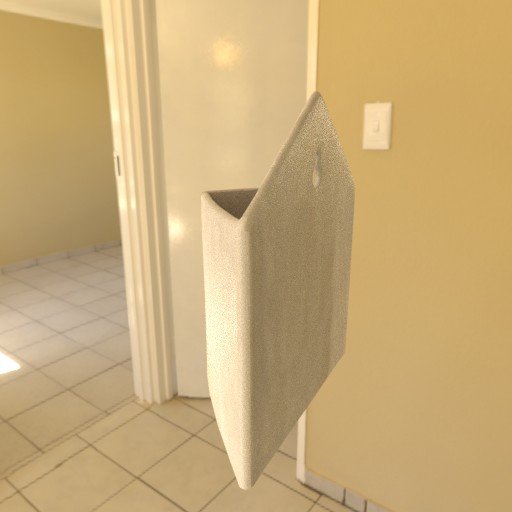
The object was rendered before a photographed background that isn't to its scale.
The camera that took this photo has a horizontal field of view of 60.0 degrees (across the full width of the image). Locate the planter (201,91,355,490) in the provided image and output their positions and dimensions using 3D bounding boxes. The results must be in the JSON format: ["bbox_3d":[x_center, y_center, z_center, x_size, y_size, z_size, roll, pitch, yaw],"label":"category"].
[{"bbox_3d":[0.000,0.000,0.280,0.080,0.194,0.163,9,18,27],"label":"planter"}]
